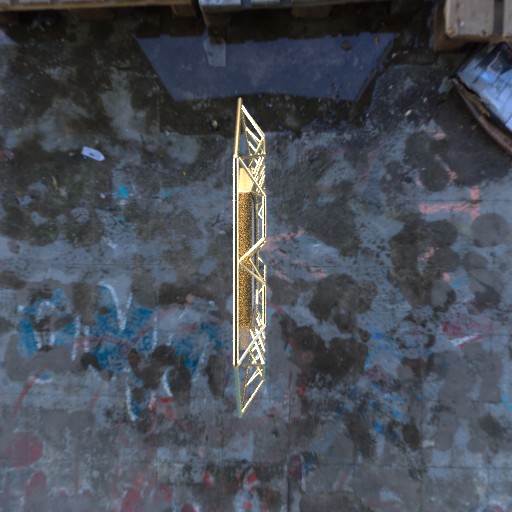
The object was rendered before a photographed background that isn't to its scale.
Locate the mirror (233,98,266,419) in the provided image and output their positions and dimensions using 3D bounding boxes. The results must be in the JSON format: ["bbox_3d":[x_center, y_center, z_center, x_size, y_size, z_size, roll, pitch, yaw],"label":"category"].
[{"bbox_3d":[0.000,0.000,1.107,0.051,0.870,0.572,0,91,1],"label":"mirror"}]
